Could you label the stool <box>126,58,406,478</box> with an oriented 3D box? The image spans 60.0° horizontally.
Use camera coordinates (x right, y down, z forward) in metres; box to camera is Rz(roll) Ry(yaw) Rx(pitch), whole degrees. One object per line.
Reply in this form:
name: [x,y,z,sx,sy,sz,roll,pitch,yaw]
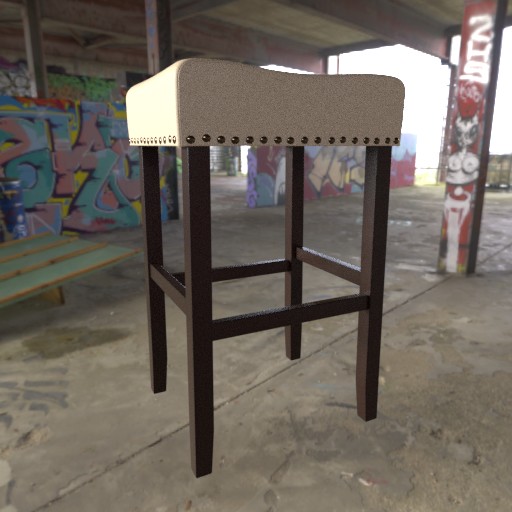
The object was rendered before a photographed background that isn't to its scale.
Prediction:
stool: [0.000,0.000,1.022,0.471,0.762,0.401,-7,16,-26]
